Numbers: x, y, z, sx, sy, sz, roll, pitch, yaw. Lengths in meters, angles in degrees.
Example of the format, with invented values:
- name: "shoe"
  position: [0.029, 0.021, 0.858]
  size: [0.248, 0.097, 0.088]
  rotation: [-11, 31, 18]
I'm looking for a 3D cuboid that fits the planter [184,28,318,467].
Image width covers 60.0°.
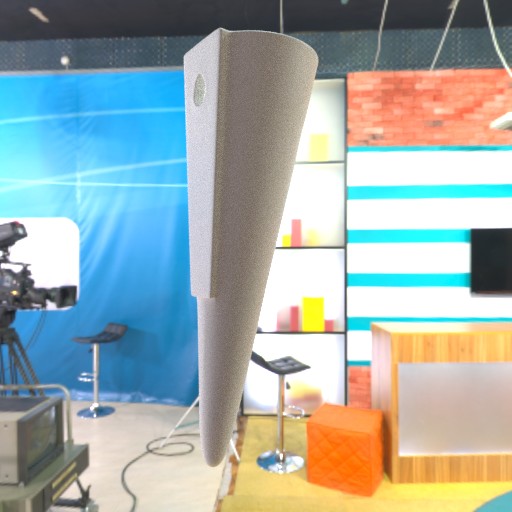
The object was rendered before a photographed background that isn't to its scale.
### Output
- name: "planter"
  position: [0.000, 0.000, 0.219]
  size: [0.064, 0.193, 0.057]
  rotation: [0, 0, -37]
